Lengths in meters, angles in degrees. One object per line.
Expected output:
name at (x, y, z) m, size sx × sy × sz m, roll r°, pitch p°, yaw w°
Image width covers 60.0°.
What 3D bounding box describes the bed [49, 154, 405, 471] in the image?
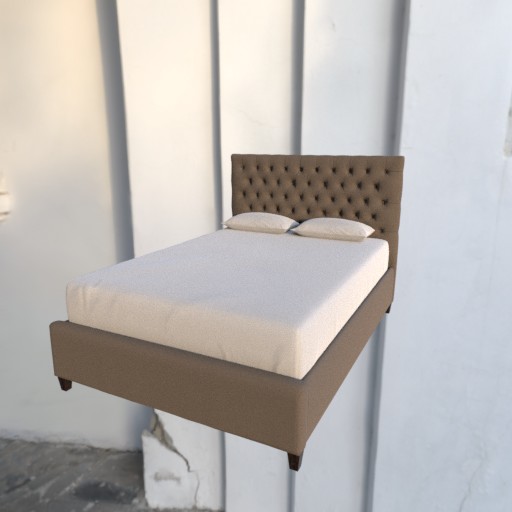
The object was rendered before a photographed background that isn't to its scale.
bed at (0.000, 0.000, 3.314) m, size 1.698 × 1.427 × 2.387 m, roll 7°, pitch 16°, yaw 26°
